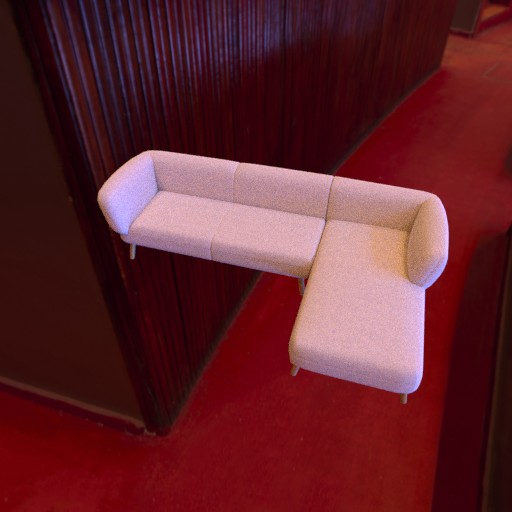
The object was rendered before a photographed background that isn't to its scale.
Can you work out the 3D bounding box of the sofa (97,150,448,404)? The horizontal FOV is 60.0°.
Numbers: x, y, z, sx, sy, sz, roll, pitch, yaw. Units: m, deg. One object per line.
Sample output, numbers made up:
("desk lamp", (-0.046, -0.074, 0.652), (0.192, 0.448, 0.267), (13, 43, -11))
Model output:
("sofa", (0.000, 0.000, 3.407), (2.660, 0.730, 1.610), (11, 43, 13))
